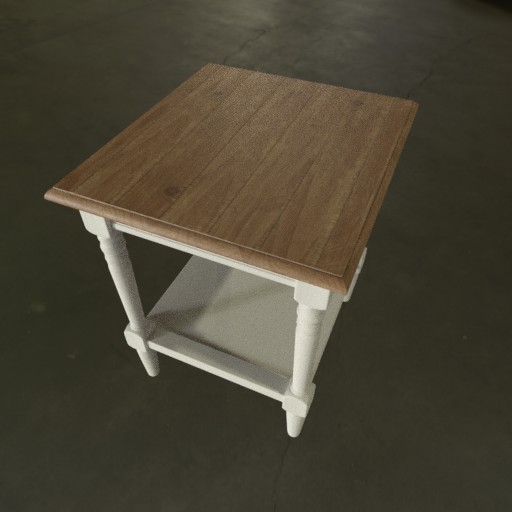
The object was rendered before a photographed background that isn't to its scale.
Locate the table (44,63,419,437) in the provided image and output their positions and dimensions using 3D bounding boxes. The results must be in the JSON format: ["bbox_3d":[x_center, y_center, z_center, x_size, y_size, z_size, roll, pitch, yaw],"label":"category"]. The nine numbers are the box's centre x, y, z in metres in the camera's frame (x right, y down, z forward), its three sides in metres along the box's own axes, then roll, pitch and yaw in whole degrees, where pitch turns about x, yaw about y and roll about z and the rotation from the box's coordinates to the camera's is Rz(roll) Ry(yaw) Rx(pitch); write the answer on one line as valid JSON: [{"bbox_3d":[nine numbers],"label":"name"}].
[{"bbox_3d":[0.000,0.000,0.940,0.457,0.561,0.508,17,48,16],"label":"table"}]
